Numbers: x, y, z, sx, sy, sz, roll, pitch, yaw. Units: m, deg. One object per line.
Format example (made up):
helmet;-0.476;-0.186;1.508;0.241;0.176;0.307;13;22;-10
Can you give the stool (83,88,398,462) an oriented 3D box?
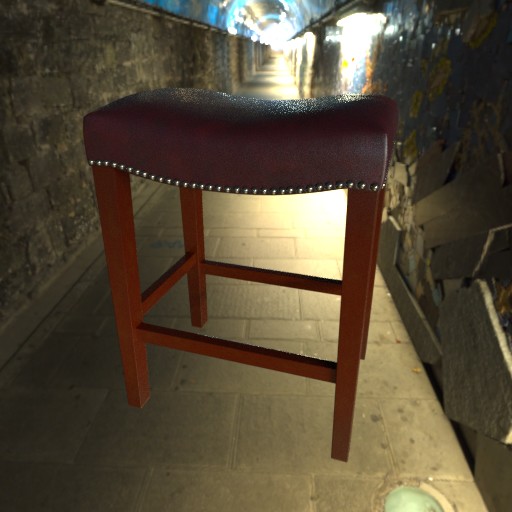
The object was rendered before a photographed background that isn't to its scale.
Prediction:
stool;0.000;0.000;0.947;0.504;0.657;0.372;8;27;16
